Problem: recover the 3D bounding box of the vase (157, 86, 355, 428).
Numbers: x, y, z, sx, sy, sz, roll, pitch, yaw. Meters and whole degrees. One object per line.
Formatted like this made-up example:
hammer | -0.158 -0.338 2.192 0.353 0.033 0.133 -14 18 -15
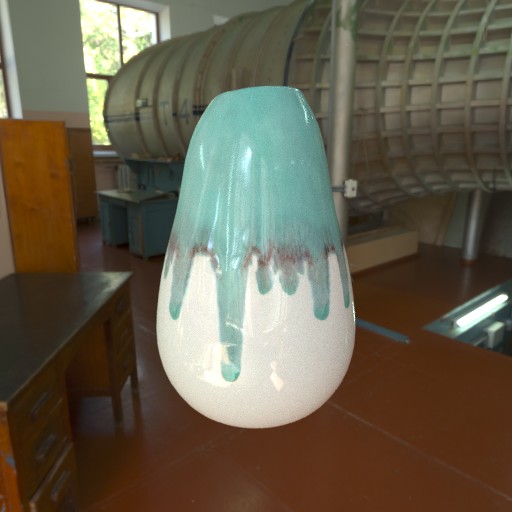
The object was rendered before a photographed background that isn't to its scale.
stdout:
vase | 0.000 0.000 0.255 0.116 0.179 0.116 0 15 0
